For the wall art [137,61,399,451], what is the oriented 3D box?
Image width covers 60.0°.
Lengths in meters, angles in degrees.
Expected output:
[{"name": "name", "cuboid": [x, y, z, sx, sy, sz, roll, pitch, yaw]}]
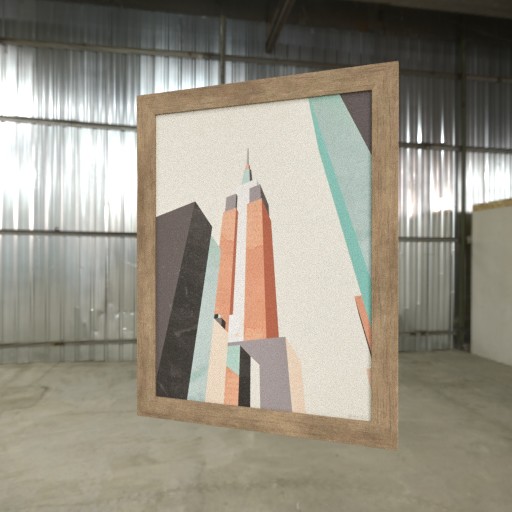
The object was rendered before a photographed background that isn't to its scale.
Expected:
[{"name": "wall art", "cuboid": [0.000, 0.000, 0.873, 0.534, 0.686, 0.018, 0, 0, 19]}]
